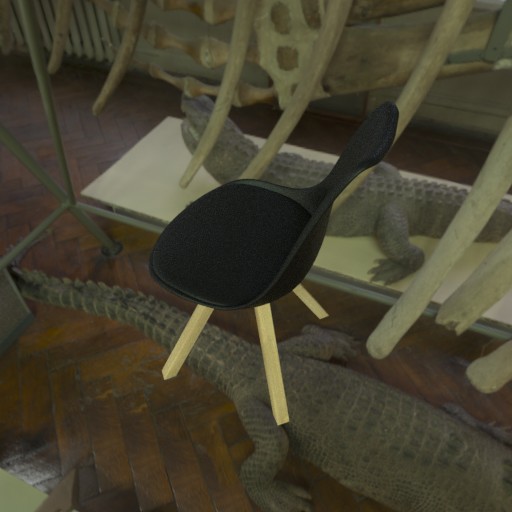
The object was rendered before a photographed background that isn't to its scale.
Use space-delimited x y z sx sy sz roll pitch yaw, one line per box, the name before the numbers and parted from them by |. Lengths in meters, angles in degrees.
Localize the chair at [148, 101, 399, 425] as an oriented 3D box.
chair | 0.000 0.000 1.180 0.549 0.850 0.485 17 48 16
